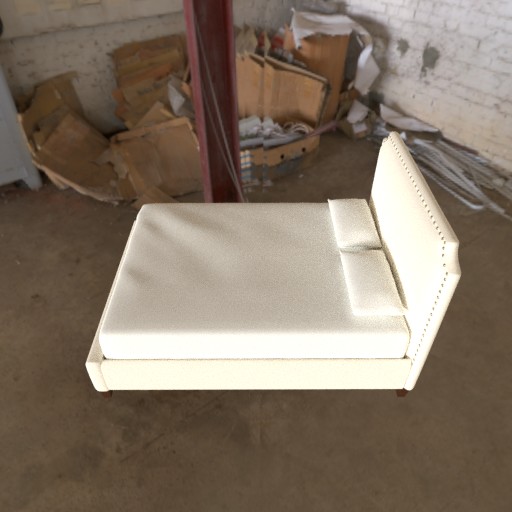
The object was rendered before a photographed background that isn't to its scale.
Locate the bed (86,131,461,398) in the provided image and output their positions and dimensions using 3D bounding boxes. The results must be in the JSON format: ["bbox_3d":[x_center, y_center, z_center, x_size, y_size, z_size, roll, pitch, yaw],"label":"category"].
[{"bbox_3d":[0.000,0.000,3.509,2.365,1.443,1.712,0,41,0],"label":"bed"}]
